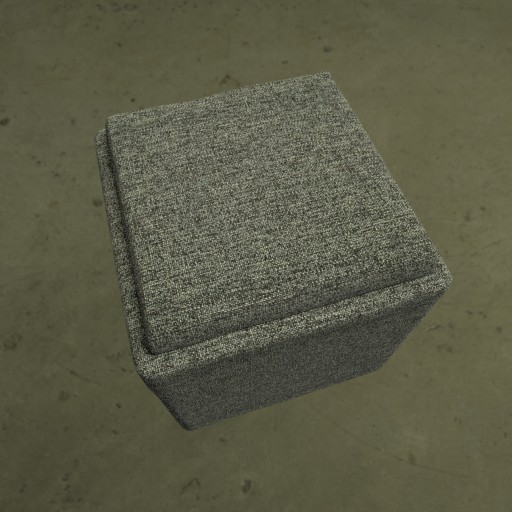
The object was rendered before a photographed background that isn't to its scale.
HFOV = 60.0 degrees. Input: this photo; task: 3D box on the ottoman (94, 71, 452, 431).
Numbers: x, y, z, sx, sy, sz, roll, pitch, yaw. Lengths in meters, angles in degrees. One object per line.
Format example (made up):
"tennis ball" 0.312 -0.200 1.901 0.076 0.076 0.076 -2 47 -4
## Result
"ottoman" 0.000 0.000 0.826 0.450 0.463 0.450 -15 61 -9
